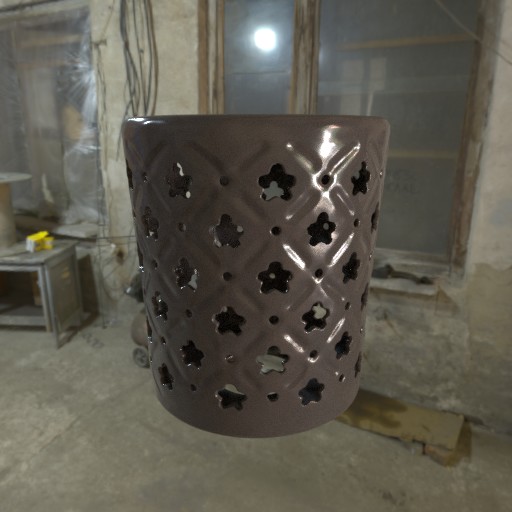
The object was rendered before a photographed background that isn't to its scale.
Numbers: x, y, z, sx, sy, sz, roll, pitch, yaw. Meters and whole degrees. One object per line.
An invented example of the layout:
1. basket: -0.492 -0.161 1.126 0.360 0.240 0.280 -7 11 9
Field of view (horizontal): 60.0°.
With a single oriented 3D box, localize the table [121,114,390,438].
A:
1. table: 0.000 0.000 0.646 0.352 0.387 0.352 0 15 0
